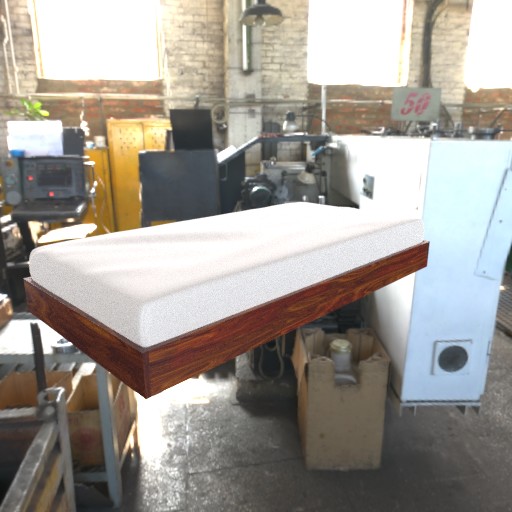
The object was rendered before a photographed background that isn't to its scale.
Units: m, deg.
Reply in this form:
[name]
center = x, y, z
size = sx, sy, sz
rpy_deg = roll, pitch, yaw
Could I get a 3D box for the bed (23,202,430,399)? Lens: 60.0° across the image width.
[bed]
center = 0.000, 0.000, 2.200
size = 0.940, 0.312, 1.860
rpy_deg = 15, 22, 43
